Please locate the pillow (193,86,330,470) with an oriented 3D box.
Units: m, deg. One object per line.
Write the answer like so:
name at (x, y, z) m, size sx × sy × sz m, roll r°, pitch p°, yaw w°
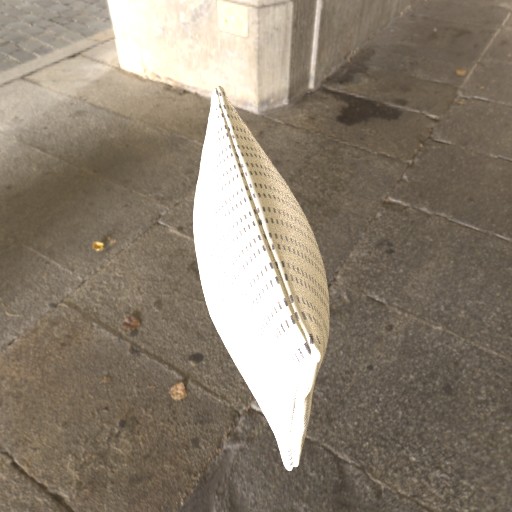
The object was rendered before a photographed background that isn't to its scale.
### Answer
pillow at (0.000, 0.000, 0.806) m, size 0.210 × 0.353 × 0.640 m, roll -9°, pitch 47°, yaw -9°
